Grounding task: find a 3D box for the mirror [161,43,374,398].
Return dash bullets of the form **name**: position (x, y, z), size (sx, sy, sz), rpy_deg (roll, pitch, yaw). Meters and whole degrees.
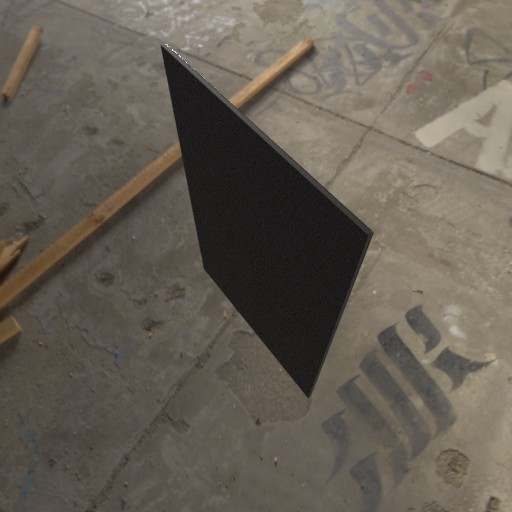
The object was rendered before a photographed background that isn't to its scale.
- **mirror**: position (0.000, 0.000, 1.187), size (0.039, 0.914, 0.613), rpy_deg (-32, 63, -19)
